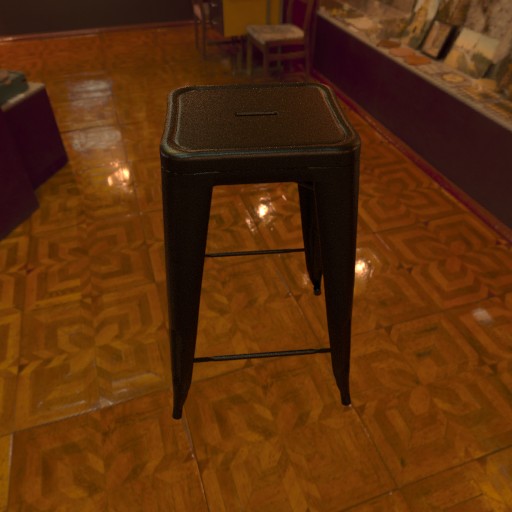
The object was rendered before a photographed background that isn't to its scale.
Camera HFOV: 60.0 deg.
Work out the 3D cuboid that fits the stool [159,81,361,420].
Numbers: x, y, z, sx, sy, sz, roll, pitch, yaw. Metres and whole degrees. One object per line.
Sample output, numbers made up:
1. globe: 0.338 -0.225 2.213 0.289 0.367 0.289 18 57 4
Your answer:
1. stool: 0.000 0.000 0.903 0.455 0.609 0.423 -11 43 -12
